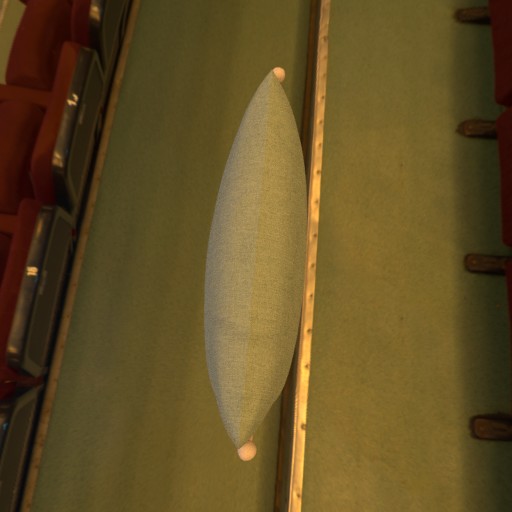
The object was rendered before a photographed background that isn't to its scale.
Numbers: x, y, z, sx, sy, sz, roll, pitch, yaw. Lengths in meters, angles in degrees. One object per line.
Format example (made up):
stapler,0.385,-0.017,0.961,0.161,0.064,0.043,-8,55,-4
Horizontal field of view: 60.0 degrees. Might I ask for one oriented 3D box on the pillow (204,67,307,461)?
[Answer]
pillow,0.000,0.000,0.880,0.201,0.322,0.709,5,75,1
